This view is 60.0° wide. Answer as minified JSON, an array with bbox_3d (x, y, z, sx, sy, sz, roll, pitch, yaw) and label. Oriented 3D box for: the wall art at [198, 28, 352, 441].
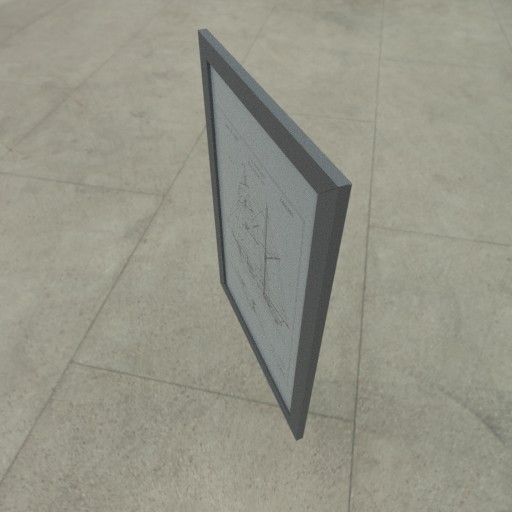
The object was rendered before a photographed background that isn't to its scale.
[{"bbox_3d":[0.000,0.000,0.679,0.013,0.534,0.380,-17,49,-16],"label":"wall art"}]
